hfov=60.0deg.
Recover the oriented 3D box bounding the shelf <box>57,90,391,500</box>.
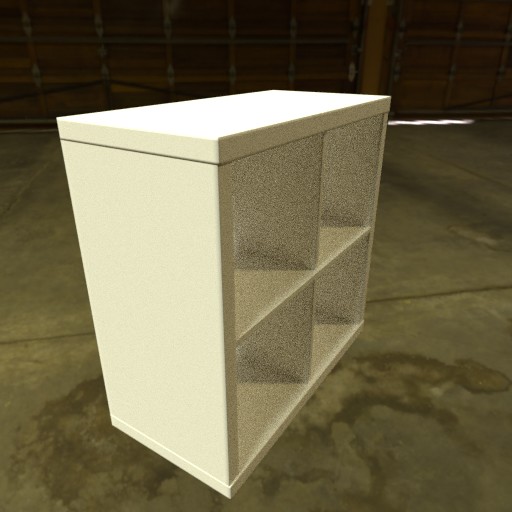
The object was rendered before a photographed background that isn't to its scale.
[{"bbox_3d":[0.000,0.000,1.212,0.390,0.786,0.790,16,29,30],"label":"shelf"}]
